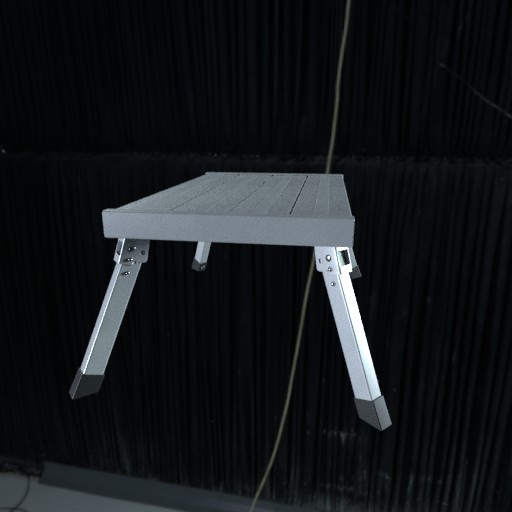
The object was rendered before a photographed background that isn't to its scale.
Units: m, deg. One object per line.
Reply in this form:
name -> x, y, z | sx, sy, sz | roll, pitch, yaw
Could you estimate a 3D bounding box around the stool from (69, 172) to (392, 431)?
stool -> 0.000, 0.000, 0.728 | 0.385, 0.225, 0.535 | 3, 16, 9
